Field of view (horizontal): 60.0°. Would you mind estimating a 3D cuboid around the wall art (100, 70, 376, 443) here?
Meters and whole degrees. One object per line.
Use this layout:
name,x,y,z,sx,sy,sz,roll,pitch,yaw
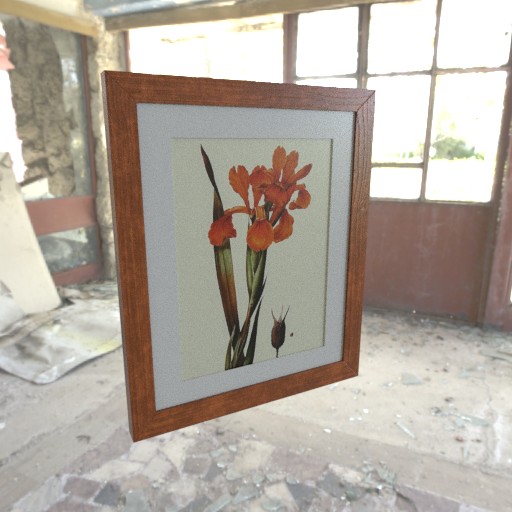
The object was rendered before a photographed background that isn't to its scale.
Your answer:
wall art,0.000,0.000,0.772,0.467,0.567,0.033,-7,16,-27
